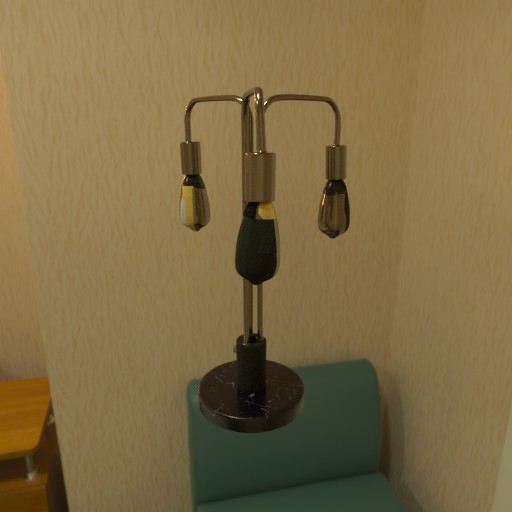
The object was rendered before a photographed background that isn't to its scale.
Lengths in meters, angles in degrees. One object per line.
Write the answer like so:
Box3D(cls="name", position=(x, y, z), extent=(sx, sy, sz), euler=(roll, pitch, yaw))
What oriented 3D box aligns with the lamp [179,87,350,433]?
Box3D(cls="lamp", position=(0.000, 0.000, 0.815), extent=(0.355, 0.560, 0.368), euler=(-16, 23, -42))
